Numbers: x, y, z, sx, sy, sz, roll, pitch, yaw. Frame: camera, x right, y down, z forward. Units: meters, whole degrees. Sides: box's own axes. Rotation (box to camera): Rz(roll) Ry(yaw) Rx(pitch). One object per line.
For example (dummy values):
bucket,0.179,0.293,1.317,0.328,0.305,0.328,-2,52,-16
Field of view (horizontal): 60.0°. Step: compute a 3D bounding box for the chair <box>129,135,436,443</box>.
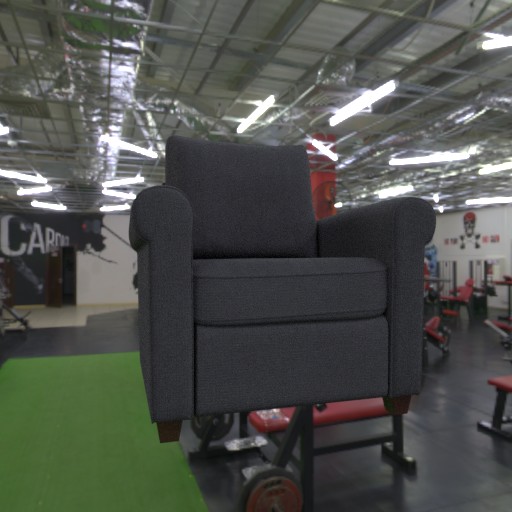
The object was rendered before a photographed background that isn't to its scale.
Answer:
chair,0.000,0.000,1.567,0.867,0.942,0.828,0,0,-17
